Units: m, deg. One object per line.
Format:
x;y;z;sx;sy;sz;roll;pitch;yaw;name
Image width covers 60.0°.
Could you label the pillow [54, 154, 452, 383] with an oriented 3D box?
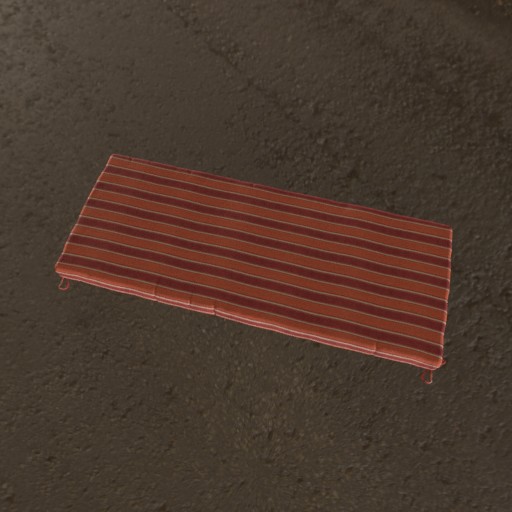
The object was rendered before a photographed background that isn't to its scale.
0.000;0.000;1.364;1.187;0.081;0.492;13;64;6;pillow
